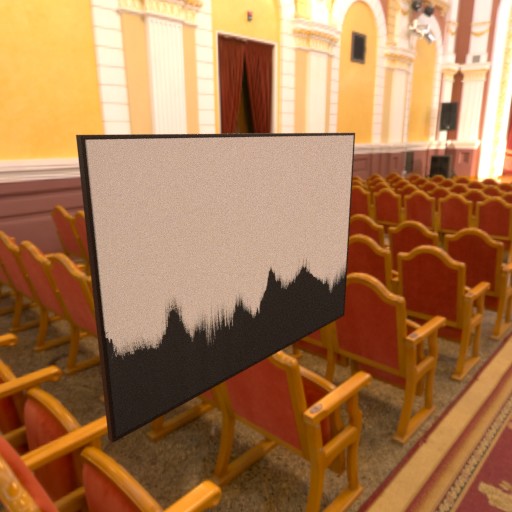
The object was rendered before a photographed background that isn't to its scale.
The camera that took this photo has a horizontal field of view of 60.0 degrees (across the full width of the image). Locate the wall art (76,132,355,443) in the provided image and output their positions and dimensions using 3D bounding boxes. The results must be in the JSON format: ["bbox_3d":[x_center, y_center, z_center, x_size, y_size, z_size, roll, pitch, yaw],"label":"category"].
[{"bbox_3d":[0.000,0.000,1.239,0.019,0.660,0.957,14,21,41],"label":"wall art"}]
